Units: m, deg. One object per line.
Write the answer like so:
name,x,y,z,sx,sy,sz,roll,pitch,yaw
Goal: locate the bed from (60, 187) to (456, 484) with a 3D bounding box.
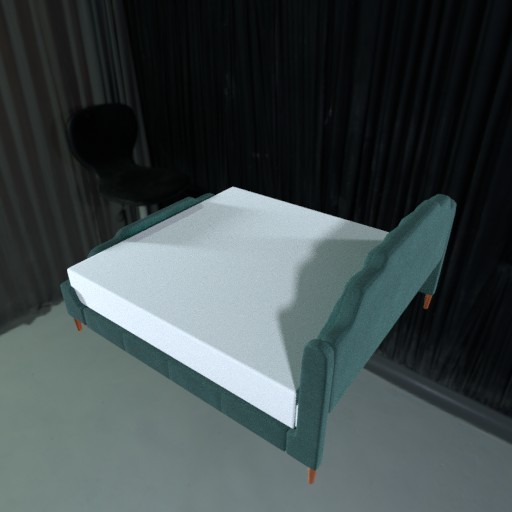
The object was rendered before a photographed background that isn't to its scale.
bed,0.000,0.000,3.487,2.340,1.245,2.074,21,37,30
